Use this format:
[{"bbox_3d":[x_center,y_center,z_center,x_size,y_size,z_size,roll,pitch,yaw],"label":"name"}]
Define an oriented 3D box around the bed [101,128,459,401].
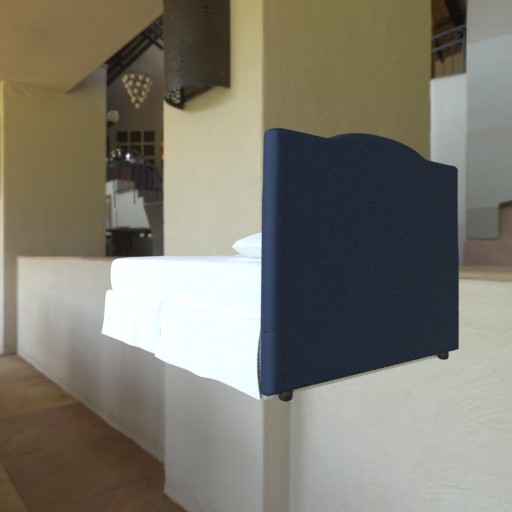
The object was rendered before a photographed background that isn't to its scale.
[{"bbox_3d":[0.000,0.000,3.617,1.741,1.441,2.507,0,0,-37],"label":"bed"}]
